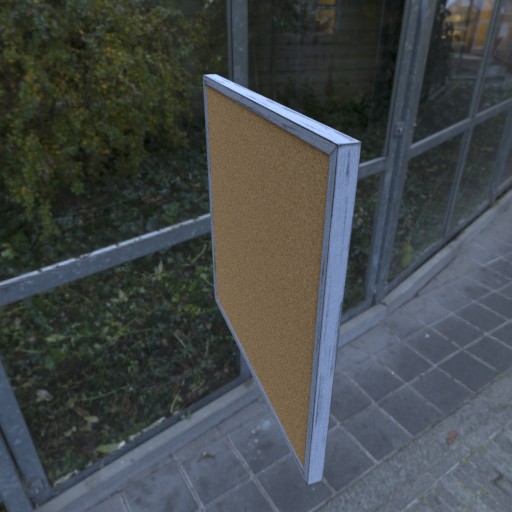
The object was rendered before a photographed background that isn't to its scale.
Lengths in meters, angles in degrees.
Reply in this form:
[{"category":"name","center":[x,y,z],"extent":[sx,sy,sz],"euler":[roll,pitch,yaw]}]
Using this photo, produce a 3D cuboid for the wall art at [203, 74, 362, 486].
[{"category":"wall art","center":[0.000,0.000,1.113],"extent":[0.037,0.761,0.761],"euler":[-10,31,-17]}]
